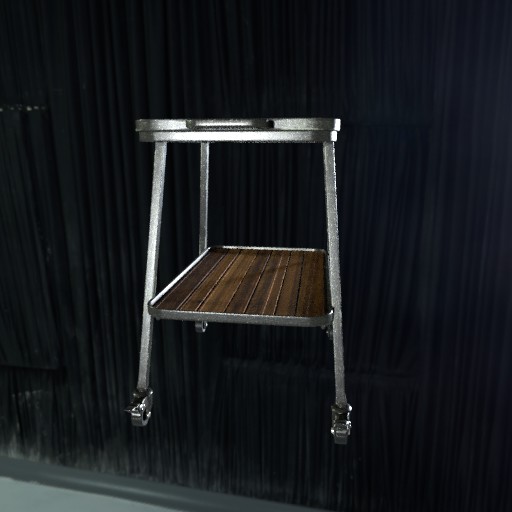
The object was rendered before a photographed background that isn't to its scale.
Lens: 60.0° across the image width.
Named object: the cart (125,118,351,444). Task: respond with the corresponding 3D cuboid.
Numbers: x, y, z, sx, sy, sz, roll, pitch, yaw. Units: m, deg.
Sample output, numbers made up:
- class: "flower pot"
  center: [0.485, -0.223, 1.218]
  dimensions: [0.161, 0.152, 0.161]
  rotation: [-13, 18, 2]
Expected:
- class: "cart"
  center: [0.000, 0.000, 1.242]
  dimensions: [0.515, 0.700, 0.806]
  rotation: [2, 14, 8]
